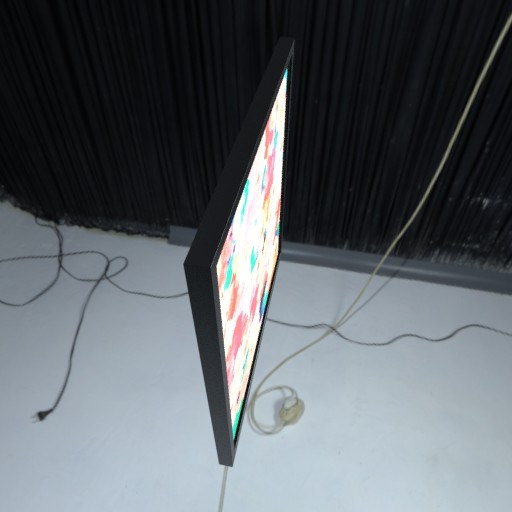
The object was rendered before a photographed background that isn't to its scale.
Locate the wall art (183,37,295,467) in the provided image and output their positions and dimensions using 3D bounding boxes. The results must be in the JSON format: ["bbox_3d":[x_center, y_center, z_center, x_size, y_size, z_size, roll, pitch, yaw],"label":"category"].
[{"bbox_3d":[0.000,0.000,1.094,0.036,0.755,0.756,9,48,8],"label":"wall art"}]
